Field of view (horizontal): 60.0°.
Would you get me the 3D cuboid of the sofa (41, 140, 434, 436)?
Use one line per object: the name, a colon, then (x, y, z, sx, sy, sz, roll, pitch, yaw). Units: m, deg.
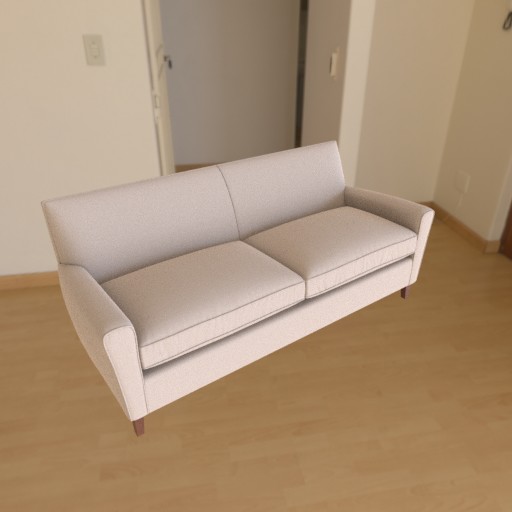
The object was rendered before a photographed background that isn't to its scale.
sofa: (0.000, 0.000, 2.478, 2.000, 0.846, 0.875, -19, 34, -31)
